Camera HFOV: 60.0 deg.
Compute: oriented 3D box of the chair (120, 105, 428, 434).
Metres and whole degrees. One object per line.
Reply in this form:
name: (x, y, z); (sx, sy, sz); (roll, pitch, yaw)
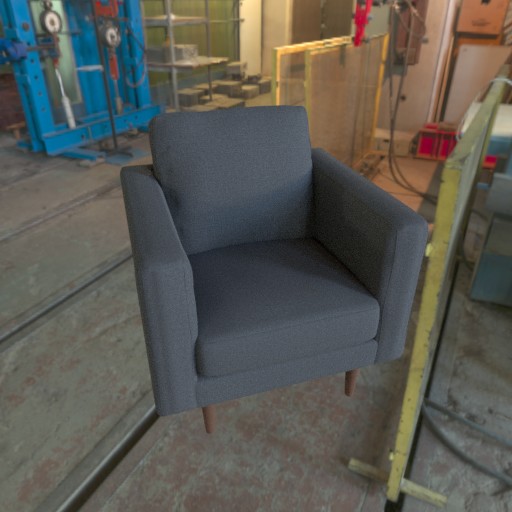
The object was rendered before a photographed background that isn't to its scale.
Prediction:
chair: (0.000, 0.000, 1.594); (0.854, 0.927, 0.800); (-9, 31, -15)
